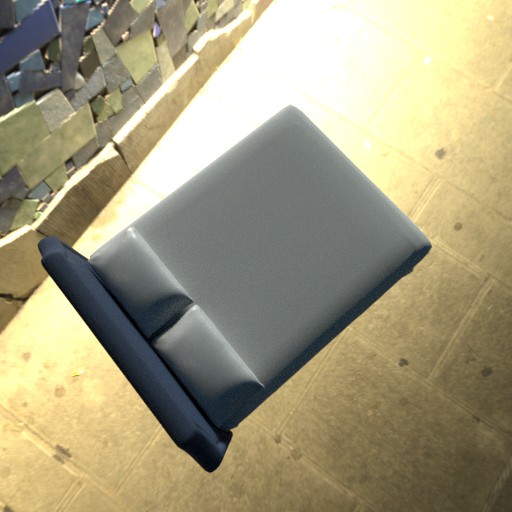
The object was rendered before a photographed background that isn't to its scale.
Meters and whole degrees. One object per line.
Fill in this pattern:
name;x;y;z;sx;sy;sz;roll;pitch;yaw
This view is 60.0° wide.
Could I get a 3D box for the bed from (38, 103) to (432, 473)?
bed;0.000;0.000;3.317;2.260;1.297;1.831;-39;79;-10
